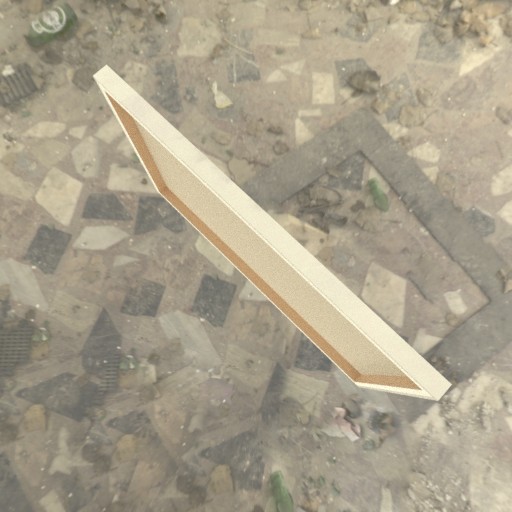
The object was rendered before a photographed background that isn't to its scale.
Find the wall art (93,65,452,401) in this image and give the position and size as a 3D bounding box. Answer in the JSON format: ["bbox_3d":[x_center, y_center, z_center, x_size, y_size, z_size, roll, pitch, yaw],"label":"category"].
[{"bbox_3d":[0.000,0.000,1.139,0.915,0.610,0.038,44,80,10],"label":"wall art"}]
